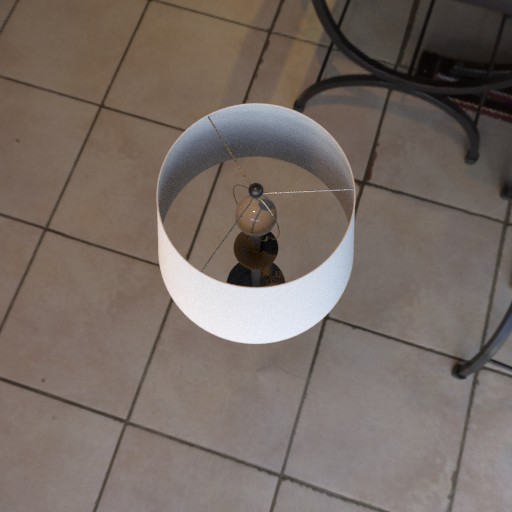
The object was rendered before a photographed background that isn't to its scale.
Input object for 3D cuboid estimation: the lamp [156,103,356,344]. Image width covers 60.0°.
[{"bbox_3d":[0.000,0.000,0.906,0.363,0.696,0.363,0,75,0],"label":"lamp"}]
